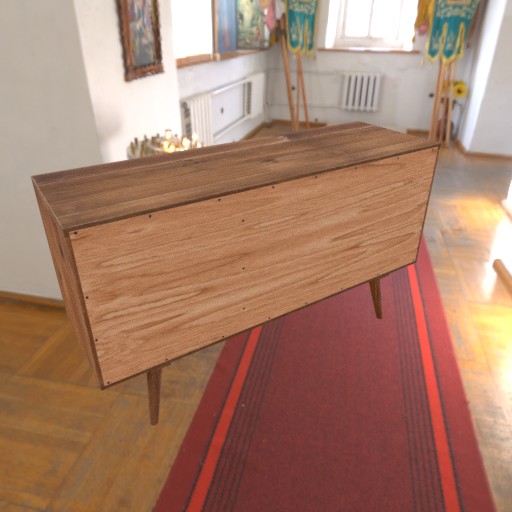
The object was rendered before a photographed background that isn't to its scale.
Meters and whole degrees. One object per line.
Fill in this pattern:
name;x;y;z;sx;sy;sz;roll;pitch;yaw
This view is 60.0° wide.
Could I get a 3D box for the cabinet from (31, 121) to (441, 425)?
cabinet;0.000;0.000;1.754;1.400;0.800;0.472;-18;34;-28
